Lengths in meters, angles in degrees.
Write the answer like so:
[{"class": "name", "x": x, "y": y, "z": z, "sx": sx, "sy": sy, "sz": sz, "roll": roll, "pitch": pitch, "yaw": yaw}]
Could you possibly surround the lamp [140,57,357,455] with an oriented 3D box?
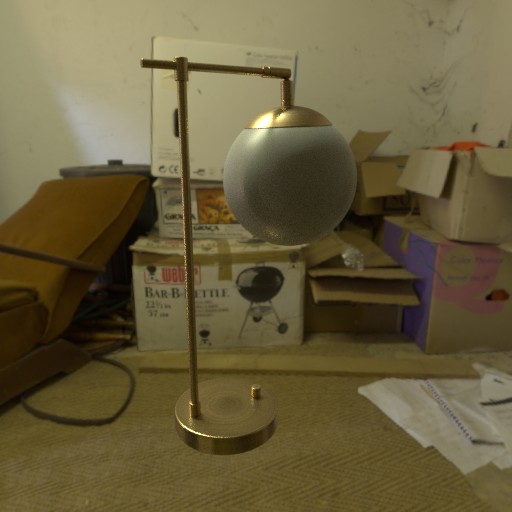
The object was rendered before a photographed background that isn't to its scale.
[{"class": "lamp", "x": 0.000, "y": 0.000, "z": 0.696, "sx": 0.324, "sy": 0.559, "sz": 0.207, "roll": -8, "pitch": 17, "yaw": -27}]
